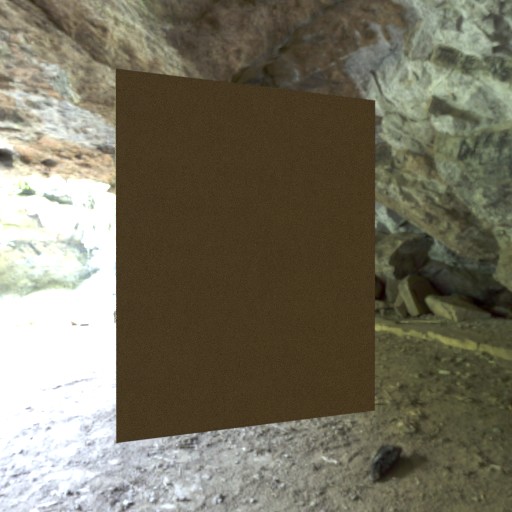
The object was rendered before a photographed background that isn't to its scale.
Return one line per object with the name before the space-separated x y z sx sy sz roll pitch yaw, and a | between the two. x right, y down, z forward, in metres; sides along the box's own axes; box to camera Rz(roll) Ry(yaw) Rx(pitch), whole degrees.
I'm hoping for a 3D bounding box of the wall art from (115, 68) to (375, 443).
wall art | 0.000 0.000 1.321 0.798 1.002 0.030 0 0 -18
